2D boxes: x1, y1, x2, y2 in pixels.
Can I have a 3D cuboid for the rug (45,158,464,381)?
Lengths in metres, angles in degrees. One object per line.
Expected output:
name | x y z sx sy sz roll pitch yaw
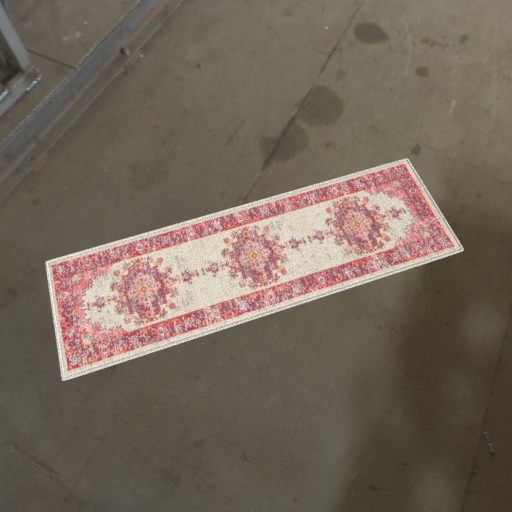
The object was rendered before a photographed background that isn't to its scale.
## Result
rug | 0.000 0.000 2.013 1.824 0.009 0.562 -17 65 -8
